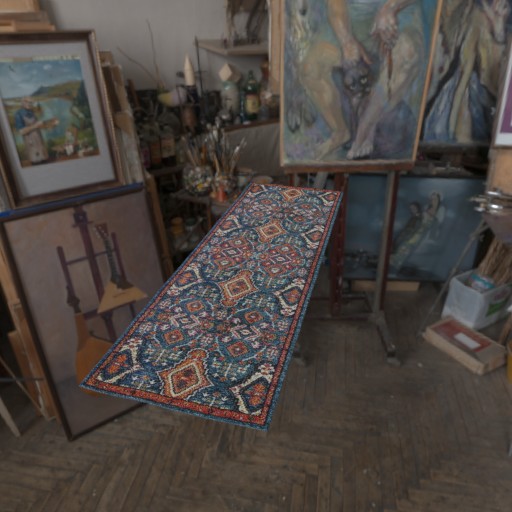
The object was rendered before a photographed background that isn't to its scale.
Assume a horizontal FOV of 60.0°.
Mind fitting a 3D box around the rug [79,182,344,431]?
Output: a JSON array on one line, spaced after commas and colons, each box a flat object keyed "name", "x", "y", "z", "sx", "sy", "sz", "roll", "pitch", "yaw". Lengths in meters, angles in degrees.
[{"name": "rug", "x": 0.000, "y": 0.000, "z": 2.727, "sx": 0.801, "sy": 0.010, "sz": 2.459, "roll": 8, "pitch": 31, "yaw": 14}]
